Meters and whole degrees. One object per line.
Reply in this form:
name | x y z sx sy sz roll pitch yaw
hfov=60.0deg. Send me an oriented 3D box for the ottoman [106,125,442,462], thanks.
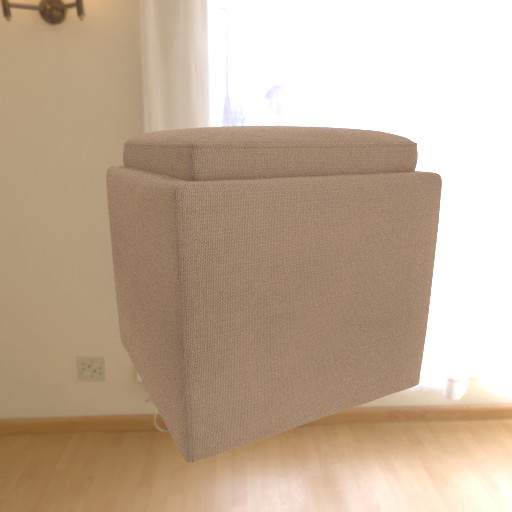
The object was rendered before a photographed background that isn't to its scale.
ottoman | 0.000 0.000 0.819 0.450 0.460 0.451 -8 16 -27
